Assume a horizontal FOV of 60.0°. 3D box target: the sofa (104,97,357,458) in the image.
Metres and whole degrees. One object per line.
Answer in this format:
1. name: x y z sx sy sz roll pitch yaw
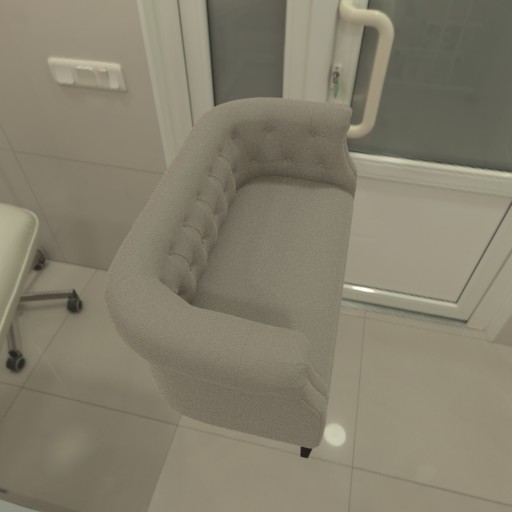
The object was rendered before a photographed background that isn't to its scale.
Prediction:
1. sofa: 0.000 0.000 2.033 0.835 0.827 1.558 10 48 9
